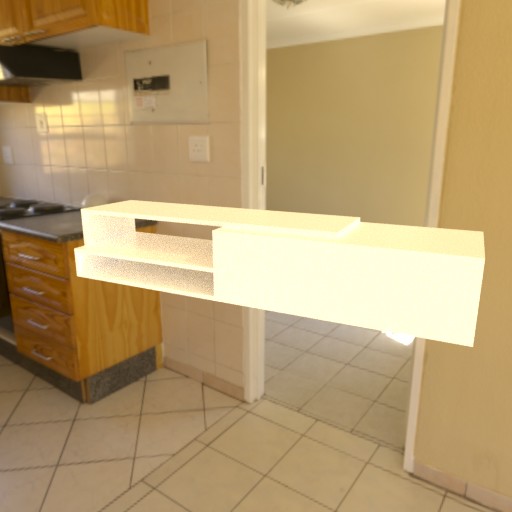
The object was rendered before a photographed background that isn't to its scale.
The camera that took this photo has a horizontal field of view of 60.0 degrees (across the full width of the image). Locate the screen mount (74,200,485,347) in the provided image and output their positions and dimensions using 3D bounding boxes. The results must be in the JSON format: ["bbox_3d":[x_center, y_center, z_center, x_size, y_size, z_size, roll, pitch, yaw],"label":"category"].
[{"bbox_3d":[0.000,0.000,1.860,1.680,0.320,0.420,7,16,25],"label":"screen mount"}]
